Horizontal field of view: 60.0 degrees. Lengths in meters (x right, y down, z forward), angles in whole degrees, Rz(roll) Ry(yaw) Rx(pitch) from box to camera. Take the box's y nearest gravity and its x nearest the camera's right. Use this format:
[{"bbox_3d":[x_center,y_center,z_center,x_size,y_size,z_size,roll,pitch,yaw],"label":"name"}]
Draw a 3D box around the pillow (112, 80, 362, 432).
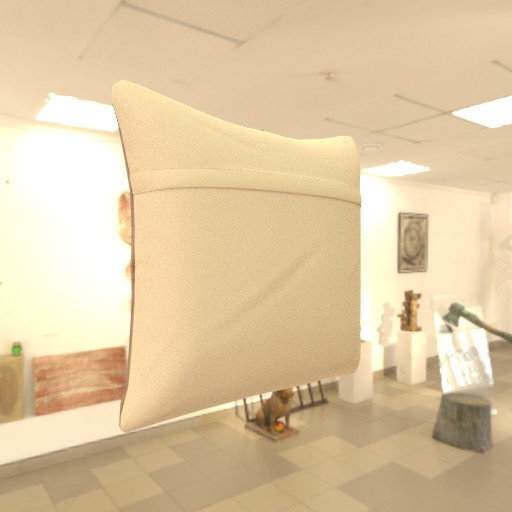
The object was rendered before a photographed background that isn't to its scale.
[{"bbox_3d":[0.000,0.000,0.733,0.484,0.470,0.192,0,1,-37],"label":"pillow"}]
